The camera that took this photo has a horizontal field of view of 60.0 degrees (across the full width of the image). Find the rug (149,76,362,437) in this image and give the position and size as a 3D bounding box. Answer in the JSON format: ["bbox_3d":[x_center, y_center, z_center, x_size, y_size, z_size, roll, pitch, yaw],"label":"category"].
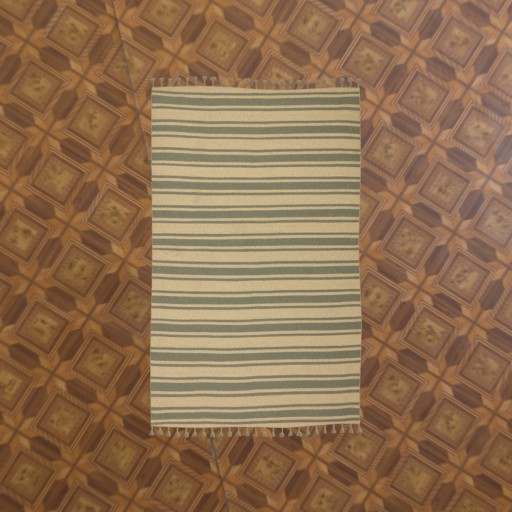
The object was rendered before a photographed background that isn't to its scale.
[{"bbox_3d":[0.000,0.000,2.561,1.222,0.009,2.084,0,89,-1],"label":"rug"}]
